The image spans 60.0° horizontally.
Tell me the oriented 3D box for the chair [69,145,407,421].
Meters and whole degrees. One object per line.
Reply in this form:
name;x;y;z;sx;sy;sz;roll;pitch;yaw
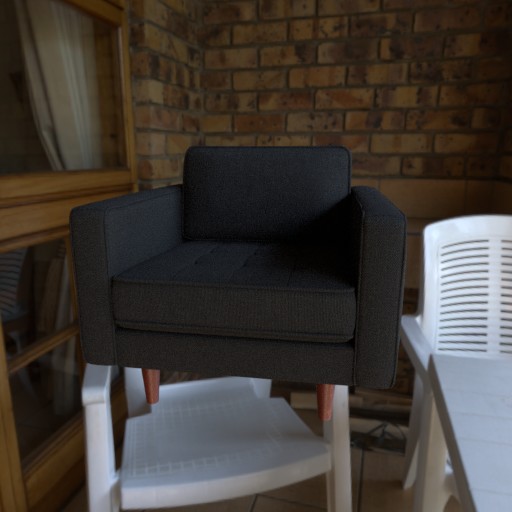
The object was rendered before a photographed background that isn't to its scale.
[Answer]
chair;0.000;0.000;1.577;0.899;0.770;0.919;2;14;9
